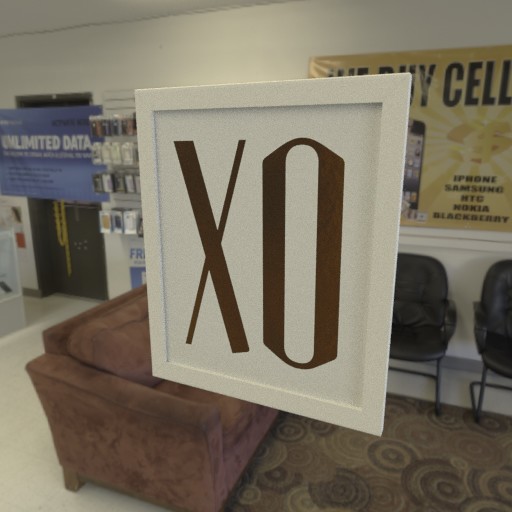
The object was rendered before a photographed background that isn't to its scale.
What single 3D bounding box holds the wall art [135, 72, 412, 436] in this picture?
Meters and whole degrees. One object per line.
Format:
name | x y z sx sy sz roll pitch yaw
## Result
wall art | 0.000 0.000 0.732 0.444 0.536 0.020 7 16 24
